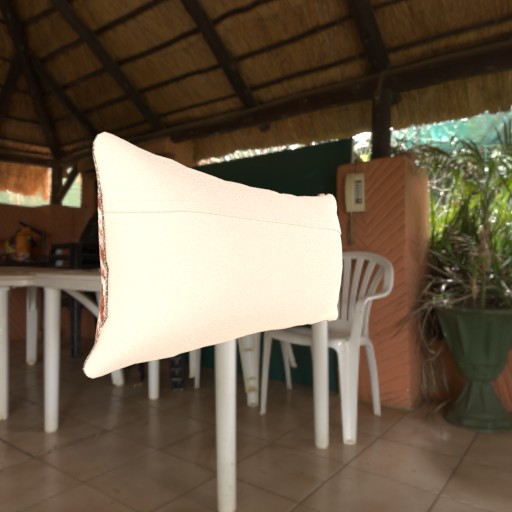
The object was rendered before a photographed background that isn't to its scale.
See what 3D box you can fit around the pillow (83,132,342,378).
[{"bbox_3d":[0.000,0.000,0.743,0.139,0.282,0.635,-1,-1,36],"label":"pillow"}]
